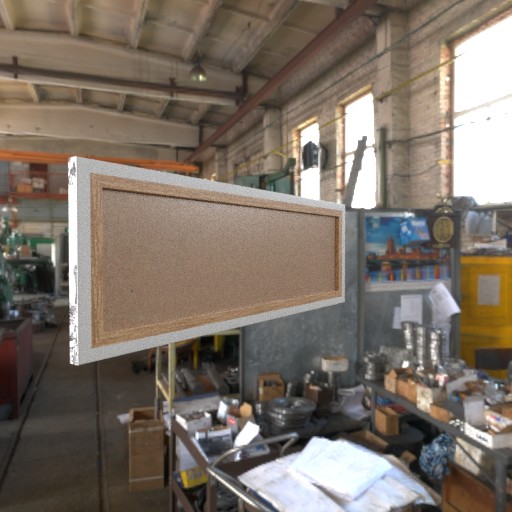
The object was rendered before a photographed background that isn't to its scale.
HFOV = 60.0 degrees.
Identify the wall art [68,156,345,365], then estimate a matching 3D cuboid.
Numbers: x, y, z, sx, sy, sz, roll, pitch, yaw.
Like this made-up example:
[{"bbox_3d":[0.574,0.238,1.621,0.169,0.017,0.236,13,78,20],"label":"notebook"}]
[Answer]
[{"bbox_3d":[0.000,0.000,1.698,0.039,0.507,1.520,1,1,36],"label":"wall art"}]
